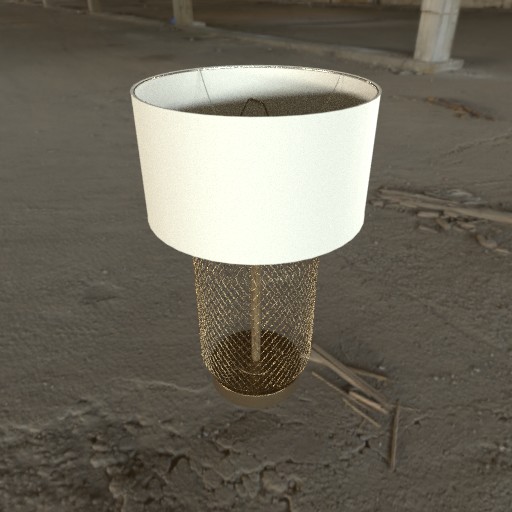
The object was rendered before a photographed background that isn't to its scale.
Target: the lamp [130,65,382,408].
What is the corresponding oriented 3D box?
[{"bbox_3d":[0.000,0.000,0.789,0.353,0.578,0.353,0,32,0],"label":"lamp"}]
